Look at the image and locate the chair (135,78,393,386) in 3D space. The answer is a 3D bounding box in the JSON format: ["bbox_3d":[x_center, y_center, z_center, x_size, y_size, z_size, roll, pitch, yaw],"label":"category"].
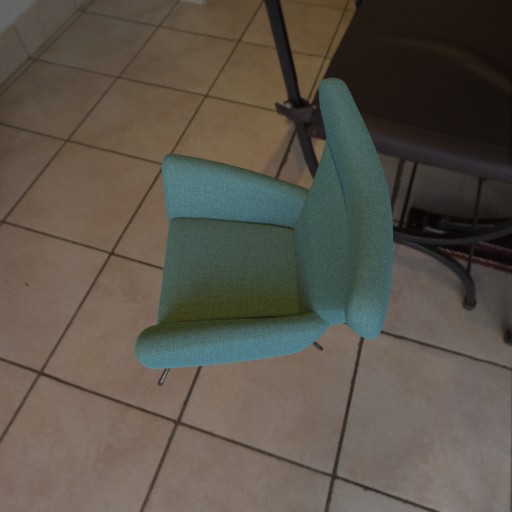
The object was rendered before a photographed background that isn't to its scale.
[{"bbox_3d":[0.000,0.000,1.803,0.900,0.980,1.050,0,57,0],"label":"chair"}]
